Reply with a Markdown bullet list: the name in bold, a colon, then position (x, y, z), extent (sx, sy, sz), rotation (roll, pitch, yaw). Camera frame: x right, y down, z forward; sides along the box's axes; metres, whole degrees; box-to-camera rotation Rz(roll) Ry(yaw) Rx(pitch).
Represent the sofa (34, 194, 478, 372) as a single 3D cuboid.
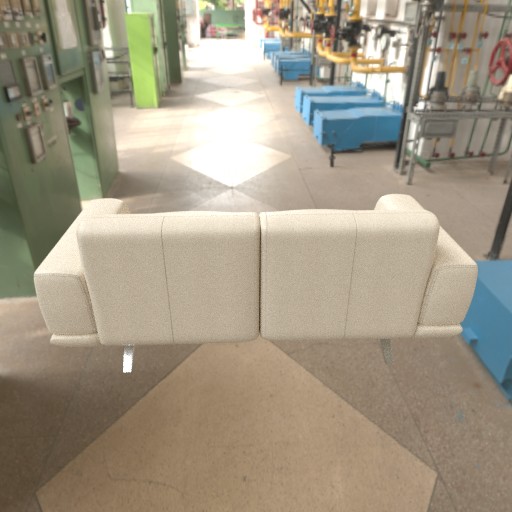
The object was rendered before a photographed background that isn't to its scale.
- **sofa**: position (0.000, 0.000, 2.309), extent (1.901, 0.772, 0.900), rotation (-1, 29, -2)
